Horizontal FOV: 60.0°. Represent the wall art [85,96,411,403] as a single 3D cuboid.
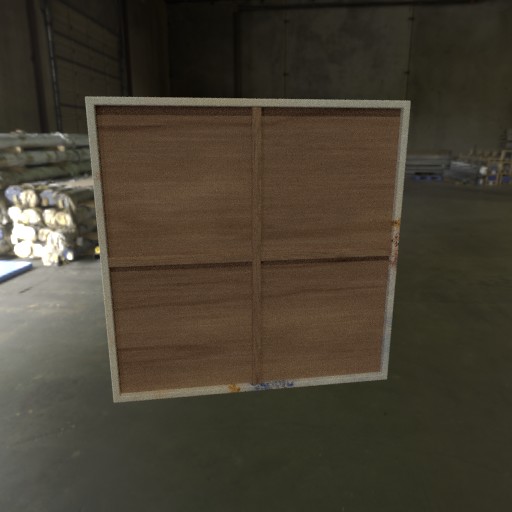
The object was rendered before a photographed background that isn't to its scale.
[{"bbox_3d":[0.000,0.000,1.330,0.889,0.889,0.038,-2,15,-9],"label":"wall art"}]
